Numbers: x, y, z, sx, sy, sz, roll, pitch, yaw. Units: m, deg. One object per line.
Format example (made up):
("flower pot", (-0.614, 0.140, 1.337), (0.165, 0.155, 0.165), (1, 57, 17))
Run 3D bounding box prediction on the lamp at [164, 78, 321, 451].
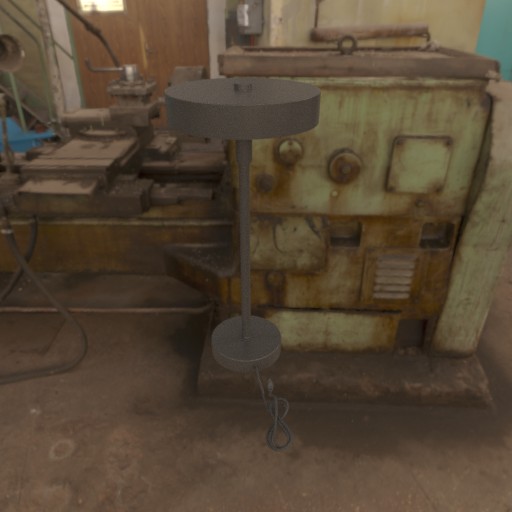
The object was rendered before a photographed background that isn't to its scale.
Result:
("lamp", (0.000, 0.000, 0.717), (0.229, 0.508, 0.369), (-8, 31, -14))
